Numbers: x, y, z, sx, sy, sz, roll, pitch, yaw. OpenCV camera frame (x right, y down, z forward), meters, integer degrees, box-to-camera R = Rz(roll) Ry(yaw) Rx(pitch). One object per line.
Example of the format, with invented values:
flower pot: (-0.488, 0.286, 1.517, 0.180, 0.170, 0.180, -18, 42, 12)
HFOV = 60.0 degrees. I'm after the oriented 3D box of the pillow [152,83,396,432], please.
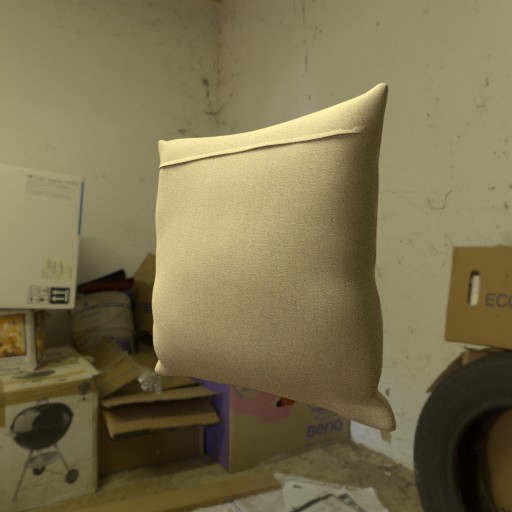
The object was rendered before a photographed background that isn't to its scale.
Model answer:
pillow: (0.000, 0.000, 0.686, 0.440, 0.441, 0.182, 0, -1, 36)
